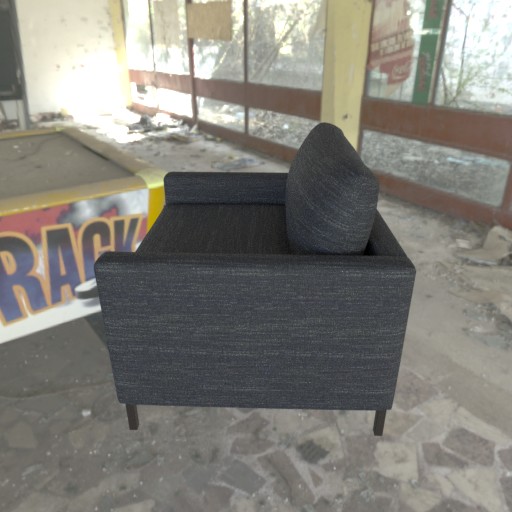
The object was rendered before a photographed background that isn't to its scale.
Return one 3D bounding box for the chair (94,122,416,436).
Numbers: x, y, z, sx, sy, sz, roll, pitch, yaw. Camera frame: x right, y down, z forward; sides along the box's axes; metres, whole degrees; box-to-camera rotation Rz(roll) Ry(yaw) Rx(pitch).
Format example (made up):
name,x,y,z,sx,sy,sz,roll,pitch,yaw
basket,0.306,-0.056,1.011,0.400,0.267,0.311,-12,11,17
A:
name,x,y,z,sx,sy,sz,roll,pitch,yaw
chair,0.000,0.000,1.645,0.866,0.861,0.963,1,25,2
